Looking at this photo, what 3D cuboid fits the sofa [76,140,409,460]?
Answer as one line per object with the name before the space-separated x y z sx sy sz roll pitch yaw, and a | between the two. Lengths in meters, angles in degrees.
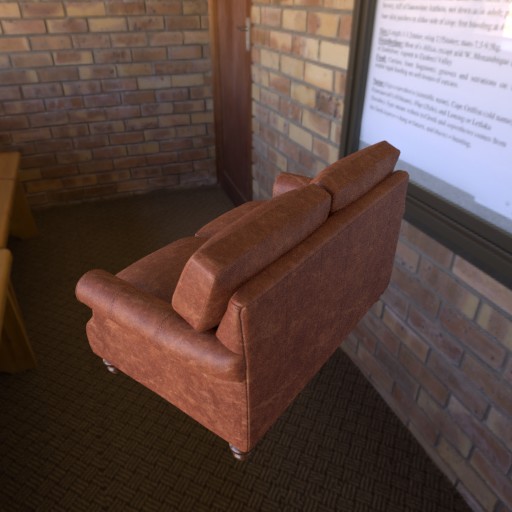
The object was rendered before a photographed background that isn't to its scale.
sofa | 0.000 0.000 2.249 0.990 0.967 1.616 21 37 31
